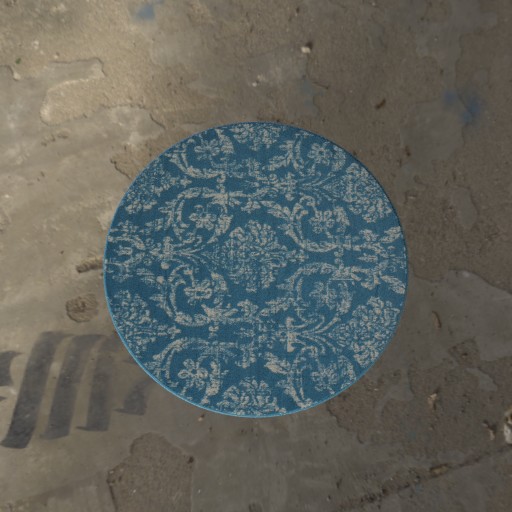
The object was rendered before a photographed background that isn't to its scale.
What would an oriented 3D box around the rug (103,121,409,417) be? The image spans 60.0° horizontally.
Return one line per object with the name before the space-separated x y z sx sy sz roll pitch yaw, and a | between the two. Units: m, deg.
rug | 0.000 0.000 2.321 1.593 0.012 1.593 0 75 0
